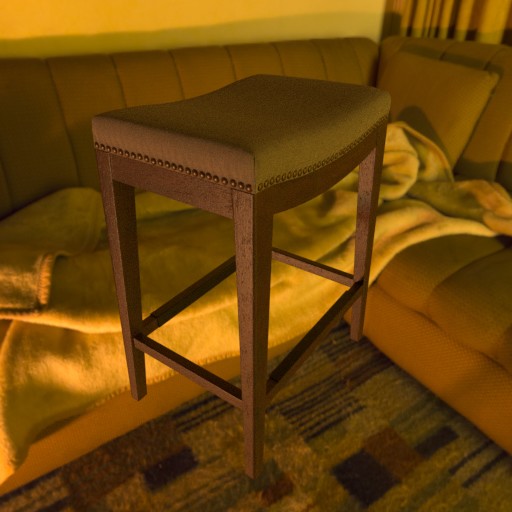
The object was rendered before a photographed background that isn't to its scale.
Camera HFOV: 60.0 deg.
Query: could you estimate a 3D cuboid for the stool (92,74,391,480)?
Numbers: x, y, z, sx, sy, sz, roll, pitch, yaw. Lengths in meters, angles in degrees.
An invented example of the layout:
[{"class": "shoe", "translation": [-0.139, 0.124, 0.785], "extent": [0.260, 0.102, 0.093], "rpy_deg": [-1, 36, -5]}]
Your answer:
[{"class": "stool", "translation": [0.000, 0.000, 0.958], "extent": [0.356, 0.660, 0.508], "rpy_deg": [20, 37, 30]}]
